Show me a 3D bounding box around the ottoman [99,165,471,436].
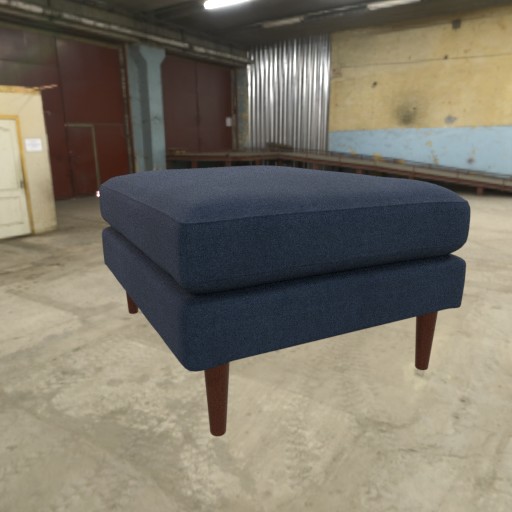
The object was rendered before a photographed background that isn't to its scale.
[{"bbox_3d":[0.000,0.000,1.223,0.693,0.474,0.821,-7,16,-27],"label":"ottoman"}]
